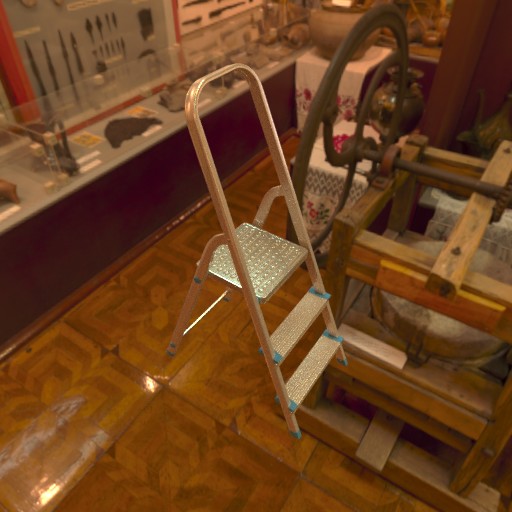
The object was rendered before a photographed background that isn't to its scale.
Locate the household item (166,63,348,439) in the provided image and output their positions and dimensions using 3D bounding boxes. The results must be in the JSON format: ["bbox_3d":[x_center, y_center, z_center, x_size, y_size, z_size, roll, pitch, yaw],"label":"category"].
[{"bbox_3d":[0.000,0.000,1.542,0.687,1.215,0.420,25,48,25],"label":"household item"}]
